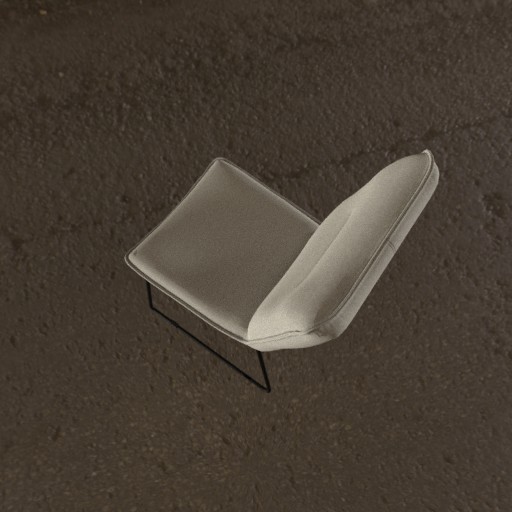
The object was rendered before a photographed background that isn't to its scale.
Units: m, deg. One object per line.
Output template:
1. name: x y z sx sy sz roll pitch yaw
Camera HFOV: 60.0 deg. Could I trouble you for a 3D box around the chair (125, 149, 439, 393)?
1. chair: 0.000 0.000 1.363 0.688 0.930 0.515 33 68 15
